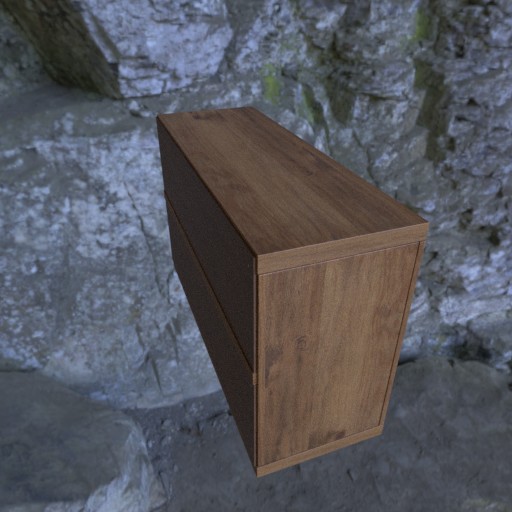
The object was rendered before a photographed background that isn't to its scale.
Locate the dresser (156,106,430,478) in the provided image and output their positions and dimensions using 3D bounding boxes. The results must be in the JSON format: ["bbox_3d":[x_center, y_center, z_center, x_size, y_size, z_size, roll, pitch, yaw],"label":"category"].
[{"bbox_3d":[0.000,0.000,1.718,0.479,0.825,1.261,-11,33,-17],"label":"dresser"}]
